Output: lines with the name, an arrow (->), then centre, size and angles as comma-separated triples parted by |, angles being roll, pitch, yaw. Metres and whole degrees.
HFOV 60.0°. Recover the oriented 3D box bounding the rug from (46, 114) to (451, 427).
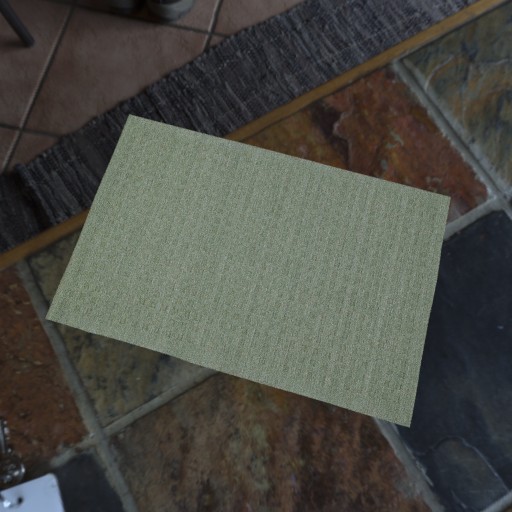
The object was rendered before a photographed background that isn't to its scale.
rug -> 0.000, 0.000, 2.177 | 1.747, 0.006, 1.143 | 15, 75, 4
